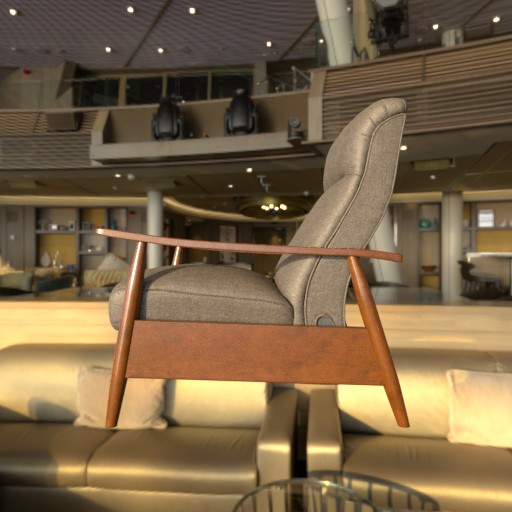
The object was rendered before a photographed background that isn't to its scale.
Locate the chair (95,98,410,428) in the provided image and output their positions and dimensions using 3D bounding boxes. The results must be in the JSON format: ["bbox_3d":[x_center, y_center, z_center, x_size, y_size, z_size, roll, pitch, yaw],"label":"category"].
[{"bbox_3d":[0.000,0.000,1.762,1.014,1.081,0.762,0,0,0],"label":"chair"}]
